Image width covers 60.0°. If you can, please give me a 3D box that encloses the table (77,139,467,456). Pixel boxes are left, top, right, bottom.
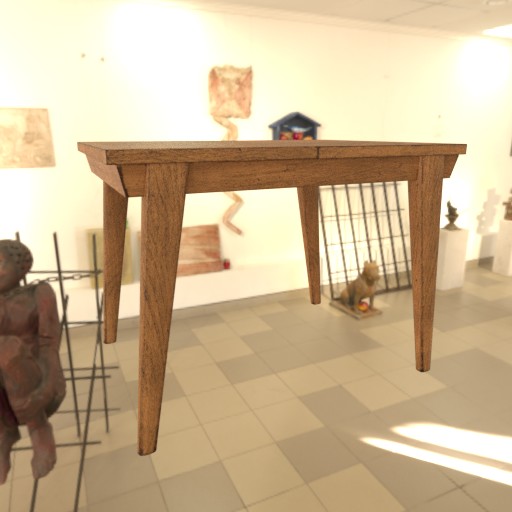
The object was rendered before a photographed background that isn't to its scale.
[{"bbox_3d":[0.000,0.000,1.534,1.027,0.760,0.757,-7,17,-24],"label":"table"}]
